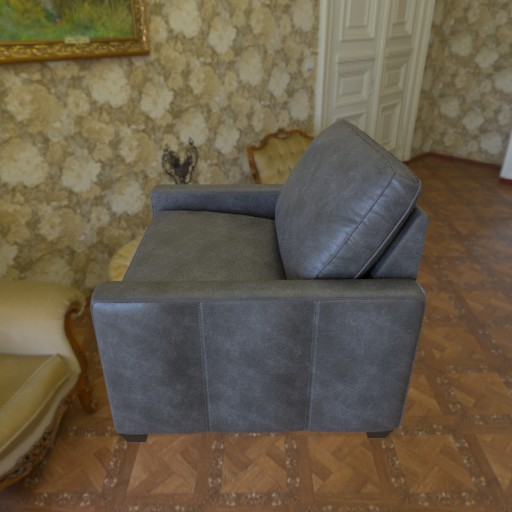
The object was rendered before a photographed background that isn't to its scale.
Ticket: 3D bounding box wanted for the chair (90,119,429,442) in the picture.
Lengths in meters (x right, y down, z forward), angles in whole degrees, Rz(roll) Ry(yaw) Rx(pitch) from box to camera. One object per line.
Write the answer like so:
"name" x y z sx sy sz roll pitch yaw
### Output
"chair" 0.000 0.000 1.689 0.939 0.916 1.006 0 28 -1
